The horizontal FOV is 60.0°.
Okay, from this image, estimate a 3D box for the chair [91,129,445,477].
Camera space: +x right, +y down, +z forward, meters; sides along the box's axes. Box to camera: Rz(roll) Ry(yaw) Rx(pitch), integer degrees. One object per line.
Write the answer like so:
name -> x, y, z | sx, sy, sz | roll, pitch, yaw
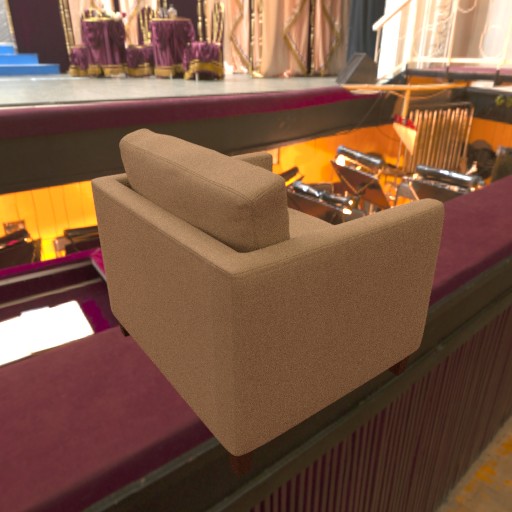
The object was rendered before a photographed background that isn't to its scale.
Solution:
chair -> 0.000, 0.000, 1.820 | 0.959, 0.961, 1.107 | -18, 30, -33
